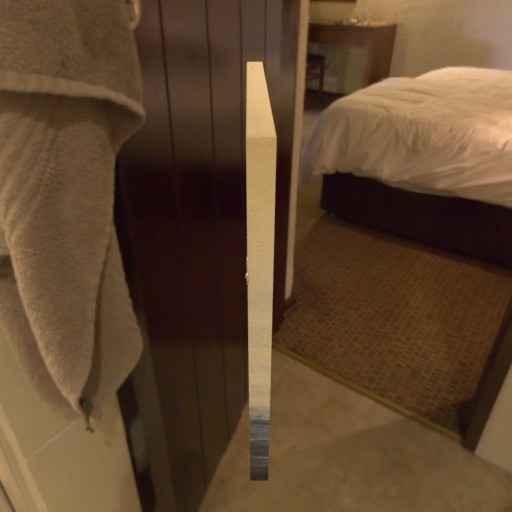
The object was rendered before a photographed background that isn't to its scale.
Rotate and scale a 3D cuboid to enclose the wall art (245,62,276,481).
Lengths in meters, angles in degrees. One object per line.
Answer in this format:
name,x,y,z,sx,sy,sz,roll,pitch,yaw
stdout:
wall art,0.000,0.000,0.977,0.041,0.710,0.608,0,31,-1
